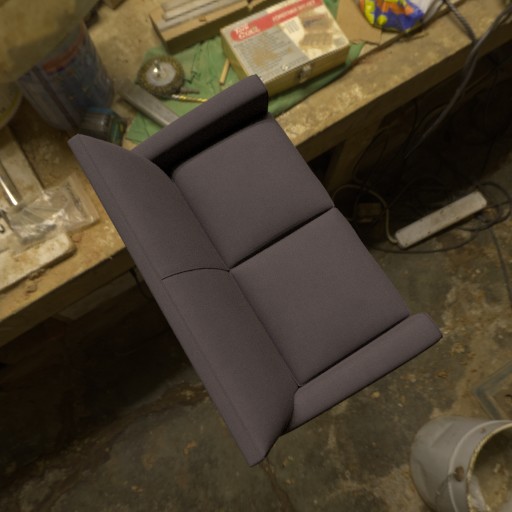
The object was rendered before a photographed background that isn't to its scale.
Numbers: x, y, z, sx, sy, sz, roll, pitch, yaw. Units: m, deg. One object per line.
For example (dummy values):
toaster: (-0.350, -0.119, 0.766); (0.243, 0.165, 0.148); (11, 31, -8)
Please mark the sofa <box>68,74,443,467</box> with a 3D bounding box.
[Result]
sofa: (0.000, 0.000, 1.994); (0.871, 0.846, 1.420); (-31, 77, -8)
